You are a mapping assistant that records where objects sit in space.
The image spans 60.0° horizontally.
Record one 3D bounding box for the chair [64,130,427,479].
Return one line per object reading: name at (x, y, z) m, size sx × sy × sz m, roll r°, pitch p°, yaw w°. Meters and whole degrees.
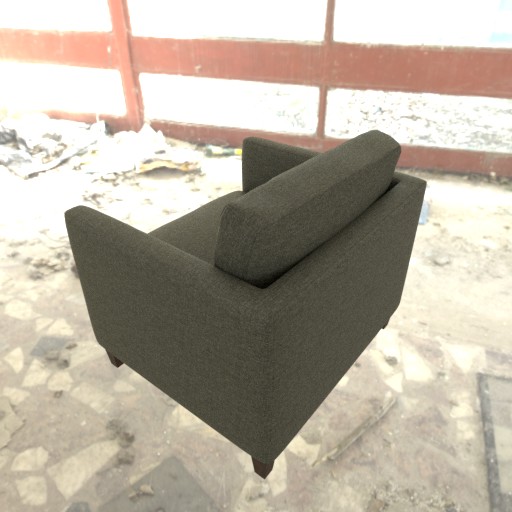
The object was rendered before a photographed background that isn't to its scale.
chair at (0.000, 0.000, 1.819) m, size 0.959 × 0.963 × 1.107 m, roll 23°, pitch 40°, yaw 31°
